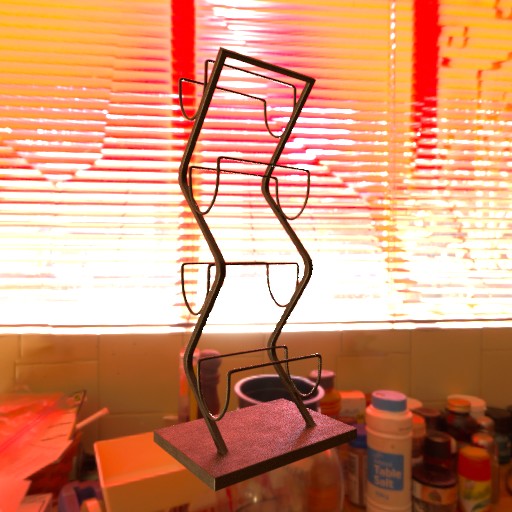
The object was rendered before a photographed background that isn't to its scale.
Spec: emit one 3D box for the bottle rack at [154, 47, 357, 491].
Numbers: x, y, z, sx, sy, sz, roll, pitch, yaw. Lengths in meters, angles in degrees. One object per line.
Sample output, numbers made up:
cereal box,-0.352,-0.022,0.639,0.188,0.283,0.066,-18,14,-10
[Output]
bottle rack,0.000,0.000,0.671,0.254,0.559,0.178,0,0,-37
